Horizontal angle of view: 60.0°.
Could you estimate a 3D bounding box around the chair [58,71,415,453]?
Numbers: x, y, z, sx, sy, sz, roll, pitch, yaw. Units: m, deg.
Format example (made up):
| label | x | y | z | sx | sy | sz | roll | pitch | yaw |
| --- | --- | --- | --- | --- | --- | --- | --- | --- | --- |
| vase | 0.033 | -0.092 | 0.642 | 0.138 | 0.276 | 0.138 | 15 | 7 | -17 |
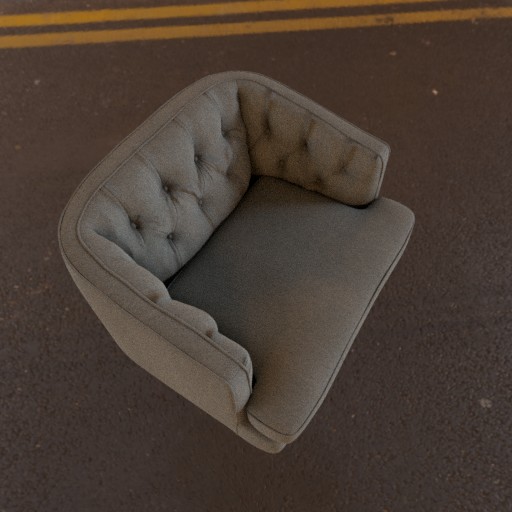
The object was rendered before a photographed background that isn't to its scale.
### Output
| label | x | y | z | sx | sy | sz | roll | pitch | yaw |
| --- | --- | --- | --- | --- | --- | --- | --- | --- | --- |
| chair | 0.000 | 0.000 | 1.704 | 0.945 | 0.852 | 1.094 | 28 | 61 | 17 |
